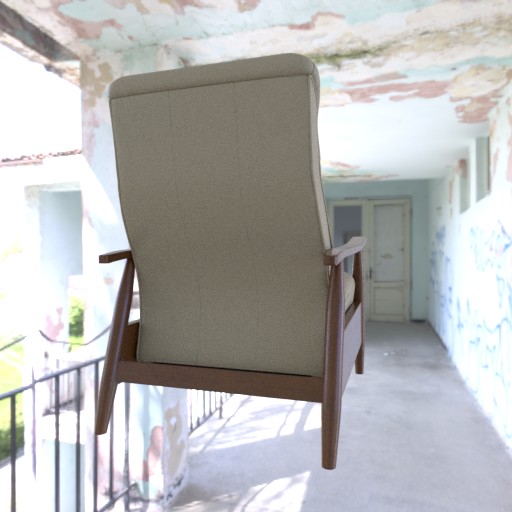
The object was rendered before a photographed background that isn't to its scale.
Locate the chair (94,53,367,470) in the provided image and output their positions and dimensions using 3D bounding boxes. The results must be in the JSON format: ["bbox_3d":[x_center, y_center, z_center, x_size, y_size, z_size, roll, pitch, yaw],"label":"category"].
[{"bbox_3d":[0.000,0.000,1.701,0.762,1.082,1.014,0,0,18],"label":"chair"}]
